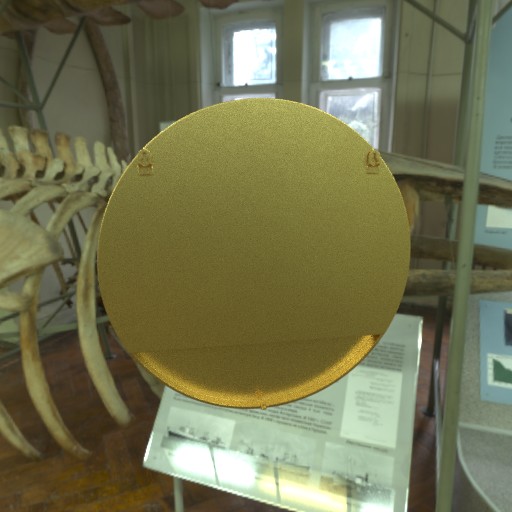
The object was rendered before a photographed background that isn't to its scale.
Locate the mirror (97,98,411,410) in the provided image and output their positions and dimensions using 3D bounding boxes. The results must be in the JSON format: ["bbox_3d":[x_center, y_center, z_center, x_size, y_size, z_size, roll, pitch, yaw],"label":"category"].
[{"bbox_3d":[0.000,0.000,0.698,0.457,0.457,0.133,-2,13,-10],"label":"mirror"}]
